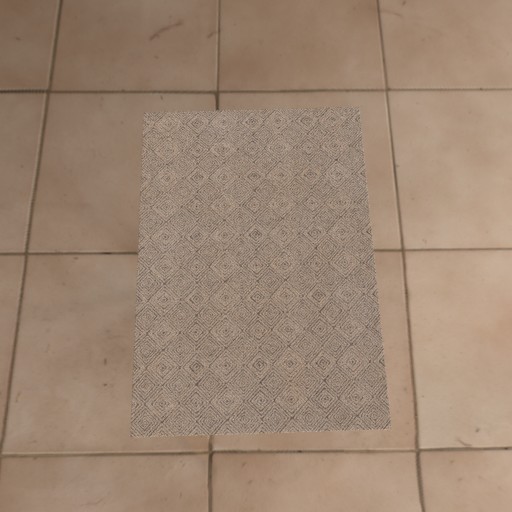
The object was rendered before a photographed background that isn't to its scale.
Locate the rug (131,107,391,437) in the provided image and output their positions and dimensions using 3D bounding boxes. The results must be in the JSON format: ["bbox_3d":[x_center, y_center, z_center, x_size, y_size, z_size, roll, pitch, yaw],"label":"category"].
[{"bbox_3d":[0.000,0.000,2.993,1.593,0.008,2.238,-2,75,0],"label":"rug"}]
